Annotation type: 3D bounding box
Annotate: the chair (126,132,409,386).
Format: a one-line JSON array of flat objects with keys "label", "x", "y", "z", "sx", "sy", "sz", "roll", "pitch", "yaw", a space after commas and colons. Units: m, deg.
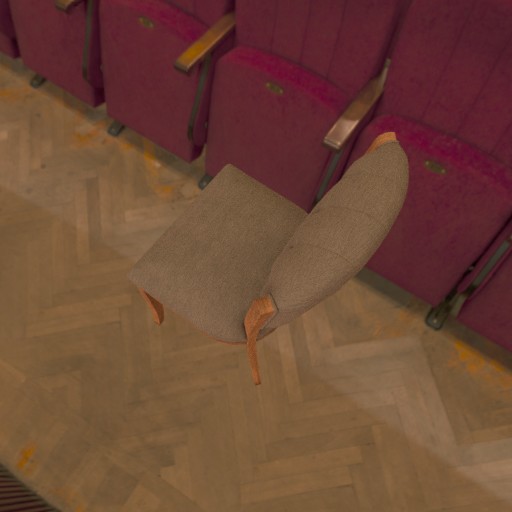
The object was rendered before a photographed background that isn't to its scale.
[{"label": "chair", "x": 0.000, "y": 0.000, "z": 1.265, "sx": 0.584, "sy": 0.905, "sz": 0.513, "roll": 32, "pitch": 68, "yaw": 15}]
